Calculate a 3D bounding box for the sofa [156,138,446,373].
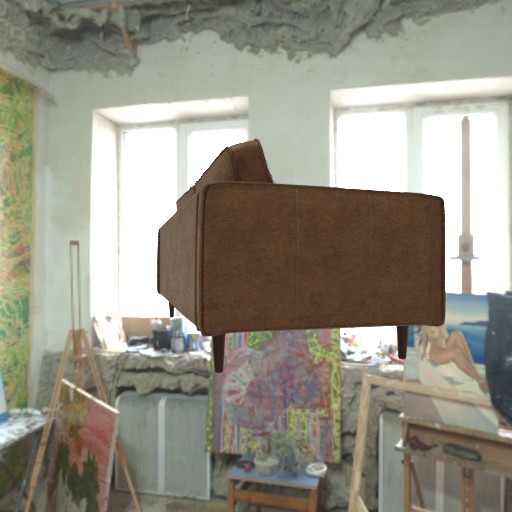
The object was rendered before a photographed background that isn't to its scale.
[{"bbox_3d":[0.000,0.000,2.398,0.924,0.825,1.920,0,-1,-17],"label":"sofa"}]
